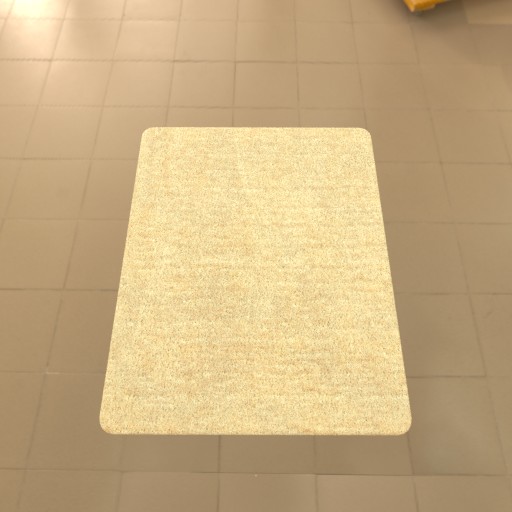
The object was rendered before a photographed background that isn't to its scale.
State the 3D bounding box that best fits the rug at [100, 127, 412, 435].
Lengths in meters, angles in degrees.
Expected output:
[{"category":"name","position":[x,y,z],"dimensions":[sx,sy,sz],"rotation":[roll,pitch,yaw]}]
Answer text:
[{"category":"rug","position":[0.000,0.000,3.372],"dimensions":[2.009,0.048,2.528],"rotation":[0,64,0]}]
